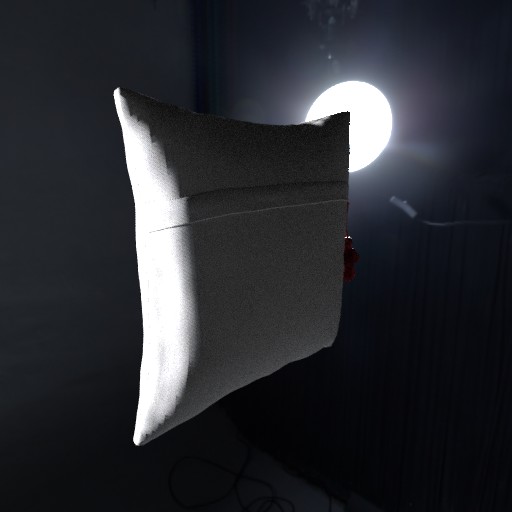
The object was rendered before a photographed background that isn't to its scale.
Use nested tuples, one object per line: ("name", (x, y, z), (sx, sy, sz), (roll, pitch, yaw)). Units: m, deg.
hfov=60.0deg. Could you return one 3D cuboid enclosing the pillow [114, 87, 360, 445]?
("pillow", (0.000, 0.000, 0.663), (0.173, 0.436, 0.433), (13, 19, 43))
